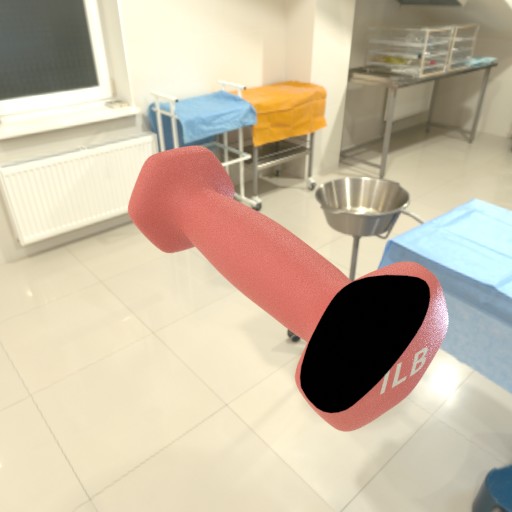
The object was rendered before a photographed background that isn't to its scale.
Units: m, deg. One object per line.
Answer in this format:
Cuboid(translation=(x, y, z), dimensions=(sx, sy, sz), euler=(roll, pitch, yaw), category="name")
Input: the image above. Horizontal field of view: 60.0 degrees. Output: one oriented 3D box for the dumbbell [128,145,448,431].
Cuboid(translation=(0.000, 0.000, 0.147), dimensions=(0.047, 0.043, 0.123), euler=(-20, 37, -29), category="dumbbell")
